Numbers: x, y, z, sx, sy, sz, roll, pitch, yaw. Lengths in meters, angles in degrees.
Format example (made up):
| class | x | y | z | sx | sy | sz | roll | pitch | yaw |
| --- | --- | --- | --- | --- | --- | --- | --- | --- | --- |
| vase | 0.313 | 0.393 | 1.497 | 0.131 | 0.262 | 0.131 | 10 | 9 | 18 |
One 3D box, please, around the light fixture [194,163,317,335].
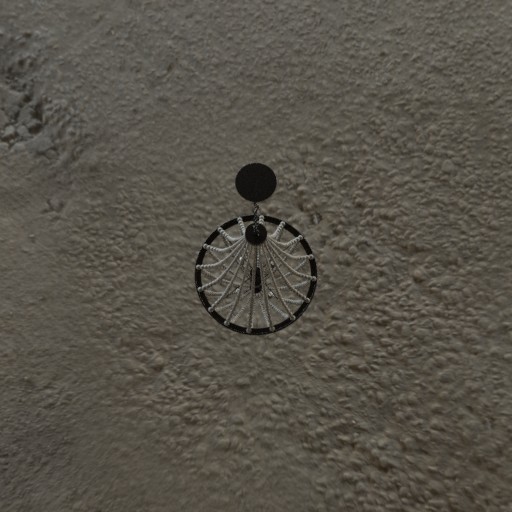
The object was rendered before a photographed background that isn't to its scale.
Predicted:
| class | x | y | z | sx | sy | sz | roll | pitch | yaw |
| --- | --- | --- | --- | --- | --- | --- | --- | --- | --- |
| light fixture | 0.000 | 0.000 | 1.378 | 0.450 | 1.133 | 0.450 | 0 | 76 | 0 |
